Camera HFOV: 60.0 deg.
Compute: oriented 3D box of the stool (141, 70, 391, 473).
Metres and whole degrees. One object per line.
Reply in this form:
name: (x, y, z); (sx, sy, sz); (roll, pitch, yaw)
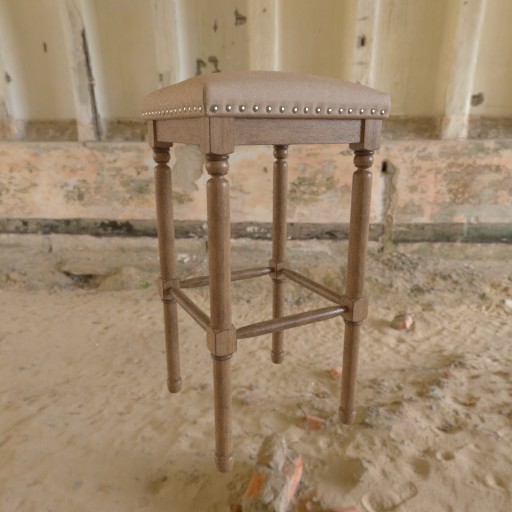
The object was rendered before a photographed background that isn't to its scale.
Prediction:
stool: (0.000, 0.000, 0.998); (0.383, 0.768, 0.382); (-8, 18, -27)
